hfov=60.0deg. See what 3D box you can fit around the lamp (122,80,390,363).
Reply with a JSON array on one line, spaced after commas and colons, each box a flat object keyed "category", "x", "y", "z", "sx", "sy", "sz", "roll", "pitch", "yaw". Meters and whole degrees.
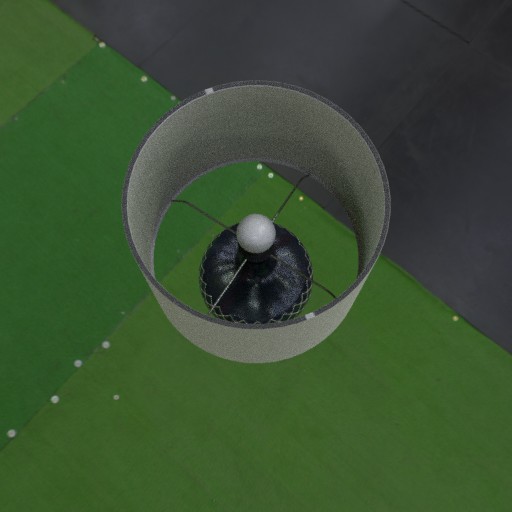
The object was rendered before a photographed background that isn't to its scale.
[{"category": "lamp", "x": 0.000, "y": 0.000, "z": 0.795, "sx": 0.376, "sy": 0.540, "sz": 0.376, "roll": 0, "pitch": 74, "yaw": 0}]
